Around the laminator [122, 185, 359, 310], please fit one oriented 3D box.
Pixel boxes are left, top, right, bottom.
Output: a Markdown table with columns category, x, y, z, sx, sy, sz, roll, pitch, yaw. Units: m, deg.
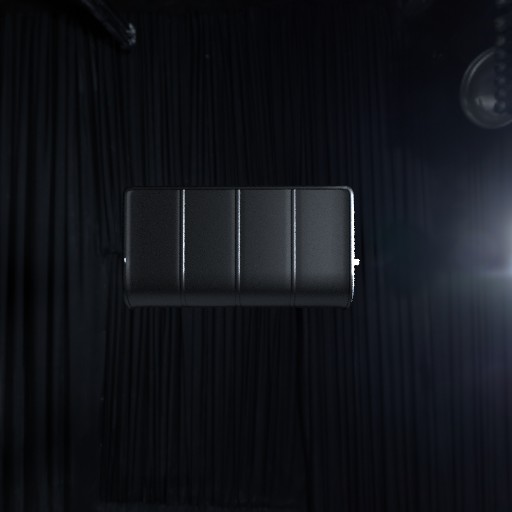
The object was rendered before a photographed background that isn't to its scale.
| category | x | y | z | sx | sy | sz | roll | pitch | yaw |
| --- | --- | --- | --- | --- | --- | --- | --- | --- | --- |
| laminator | 0.000 | 0.000 | 0.383 | 0.123 | 0.062 | 0.340 | 0 | -1 | 1 |
